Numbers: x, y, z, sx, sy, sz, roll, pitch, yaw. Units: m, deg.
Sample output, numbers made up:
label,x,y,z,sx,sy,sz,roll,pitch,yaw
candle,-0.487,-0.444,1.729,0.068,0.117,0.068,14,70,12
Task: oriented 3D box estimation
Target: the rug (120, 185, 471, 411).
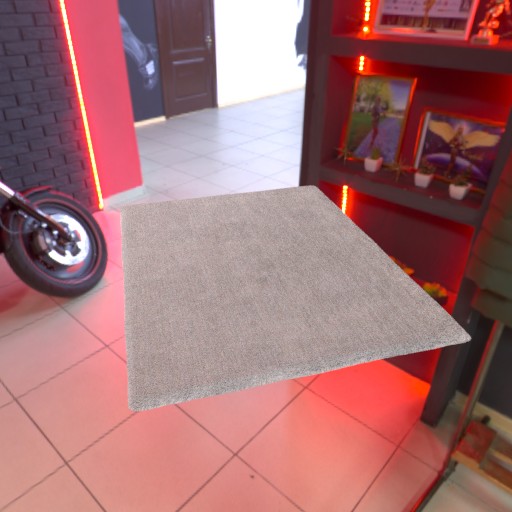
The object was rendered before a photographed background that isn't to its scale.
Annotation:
label,x,y,z,sx,sy,sz,roll,pitch,yaw
rug,0.000,0.000,3.987,2.332,0.027,2.933,-8,32,-13
